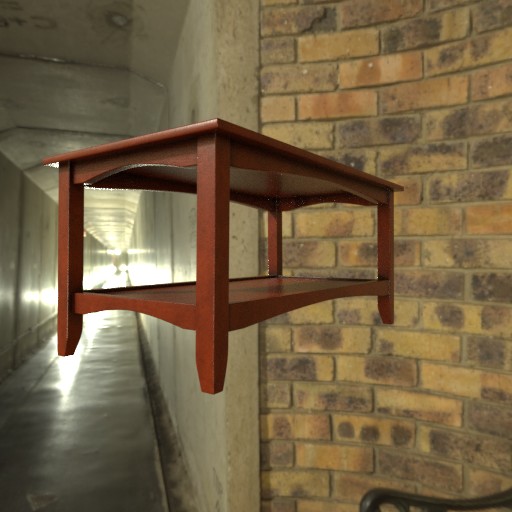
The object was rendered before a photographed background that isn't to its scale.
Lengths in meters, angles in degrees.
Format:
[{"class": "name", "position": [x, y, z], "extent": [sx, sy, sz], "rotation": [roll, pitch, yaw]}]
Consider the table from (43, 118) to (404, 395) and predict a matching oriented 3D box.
[{"class": "table", "position": [0.000, 0.000, 1.248], "extent": [0.533, 0.456, 0.943], "rotation": [0, 1, 36]}]
